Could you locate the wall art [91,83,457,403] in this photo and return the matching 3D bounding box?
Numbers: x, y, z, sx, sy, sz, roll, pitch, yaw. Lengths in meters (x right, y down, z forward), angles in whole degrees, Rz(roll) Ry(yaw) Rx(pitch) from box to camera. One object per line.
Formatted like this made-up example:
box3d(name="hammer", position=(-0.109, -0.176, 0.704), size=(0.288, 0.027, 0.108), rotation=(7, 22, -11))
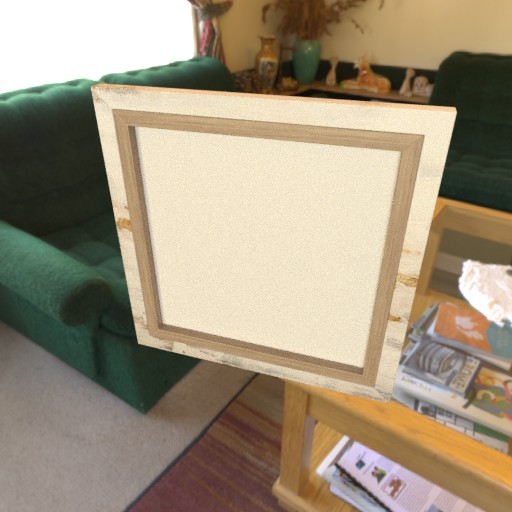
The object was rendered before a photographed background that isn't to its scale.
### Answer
box3d(name="wall art", position=(0.000, 0.000, 1.088), size=(0.753, 0.755, 0.038), rotation=(10, 33, 15))
